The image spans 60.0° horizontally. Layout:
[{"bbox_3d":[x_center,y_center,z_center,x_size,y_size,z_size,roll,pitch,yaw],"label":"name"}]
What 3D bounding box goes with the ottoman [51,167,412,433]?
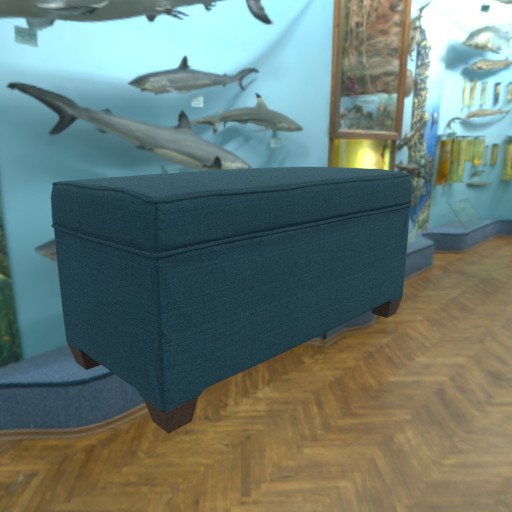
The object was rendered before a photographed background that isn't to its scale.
[{"bbox_3d":[0.000,0.000,1.236,0.474,0.474,0.943,13,19,43],"label":"ottoman"}]
